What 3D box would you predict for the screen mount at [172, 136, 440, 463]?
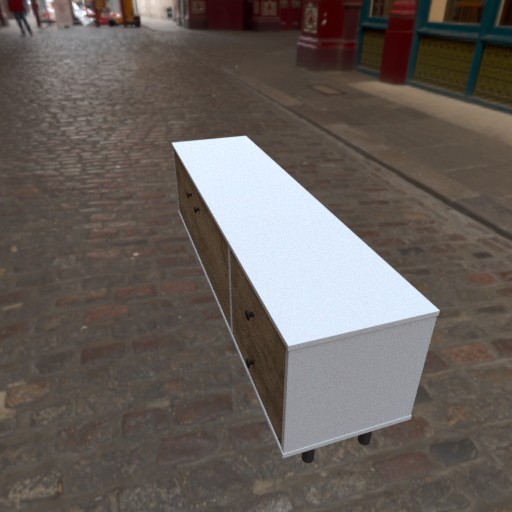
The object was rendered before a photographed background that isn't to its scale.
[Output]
[{"bbox_3d":[0.000,0.000,1.814,0.418,0.520,1.600,-10,32,-16],"label":"screen mount"}]
